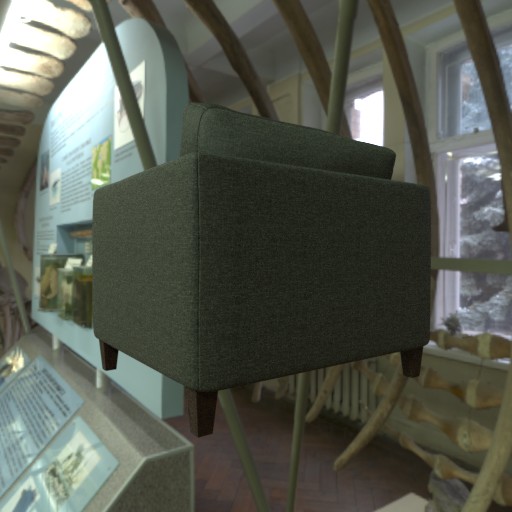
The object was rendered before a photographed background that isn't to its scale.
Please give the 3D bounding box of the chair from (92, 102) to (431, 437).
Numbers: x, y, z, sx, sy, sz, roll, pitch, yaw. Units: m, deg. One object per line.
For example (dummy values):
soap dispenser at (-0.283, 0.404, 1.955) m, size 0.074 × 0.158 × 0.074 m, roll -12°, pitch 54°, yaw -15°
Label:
chair at (0.000, 0.000, 1.838) m, size 1.107 × 0.963 × 0.959 m, roll -1°, pitch 1°, yaw -36°
